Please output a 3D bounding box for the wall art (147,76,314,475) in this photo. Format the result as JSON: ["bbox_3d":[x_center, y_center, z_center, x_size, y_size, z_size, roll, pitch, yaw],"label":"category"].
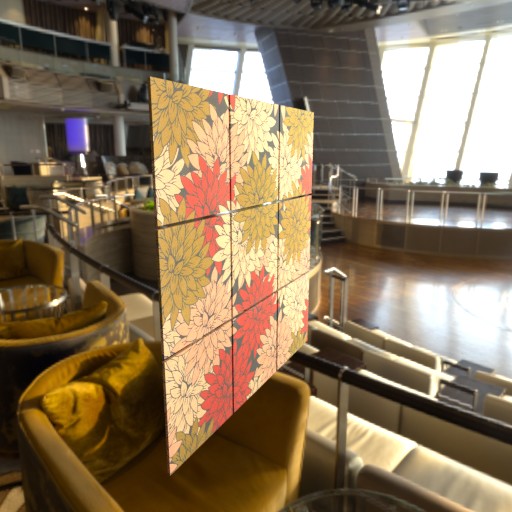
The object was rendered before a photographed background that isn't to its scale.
[{"bbox_3d":[0.000,0.000,2.298,0.013,1.534,1.519,7,15,27],"label":"wall art"}]
